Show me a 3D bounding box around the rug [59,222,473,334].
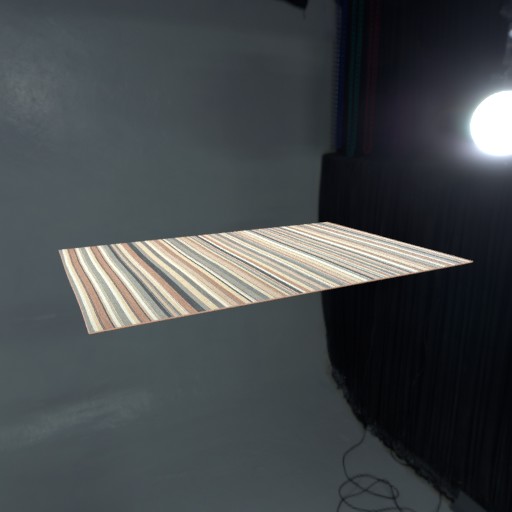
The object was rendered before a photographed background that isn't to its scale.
[{"bbox_3d":[0.000,0.000,2.333,1.829,0.008,1.219,-8,17,-27],"label":"rug"}]
